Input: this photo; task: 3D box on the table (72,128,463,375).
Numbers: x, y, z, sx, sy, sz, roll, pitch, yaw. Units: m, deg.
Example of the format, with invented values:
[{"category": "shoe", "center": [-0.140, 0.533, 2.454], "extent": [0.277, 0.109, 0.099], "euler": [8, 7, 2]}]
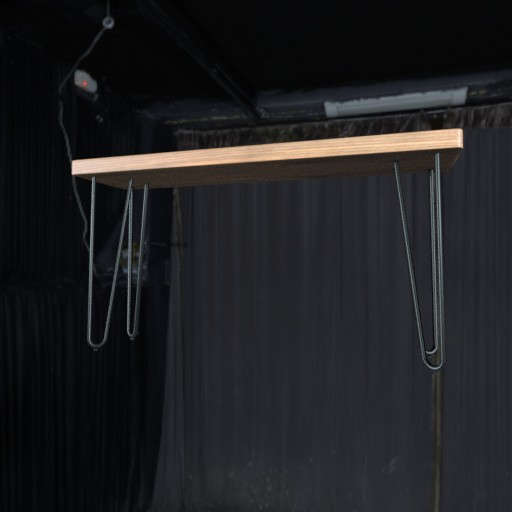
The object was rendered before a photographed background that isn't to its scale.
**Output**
[{"category": "table", "center": [0.000, 0.000, 1.892], "extent": [1.570, 0.834, 0.425], "euler": [0, -1, 17]}]
